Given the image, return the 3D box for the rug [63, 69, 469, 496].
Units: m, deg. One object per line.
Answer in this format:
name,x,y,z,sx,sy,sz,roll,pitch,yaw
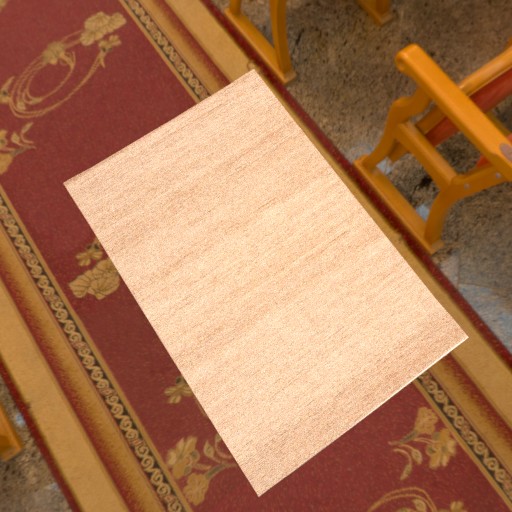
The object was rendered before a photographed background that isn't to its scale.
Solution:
rug,0.000,0.000,2.858,1.574,0.029,2.346,-33,78,-8
